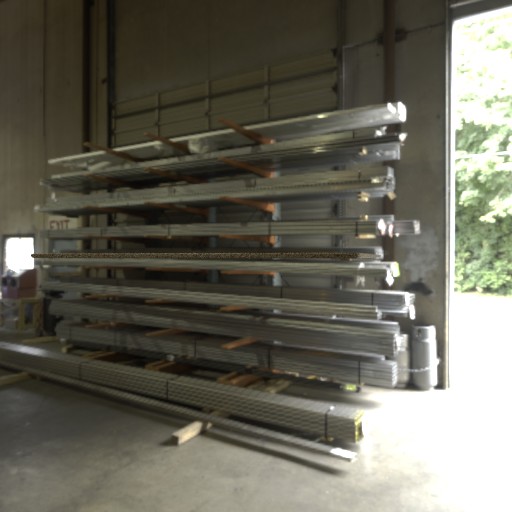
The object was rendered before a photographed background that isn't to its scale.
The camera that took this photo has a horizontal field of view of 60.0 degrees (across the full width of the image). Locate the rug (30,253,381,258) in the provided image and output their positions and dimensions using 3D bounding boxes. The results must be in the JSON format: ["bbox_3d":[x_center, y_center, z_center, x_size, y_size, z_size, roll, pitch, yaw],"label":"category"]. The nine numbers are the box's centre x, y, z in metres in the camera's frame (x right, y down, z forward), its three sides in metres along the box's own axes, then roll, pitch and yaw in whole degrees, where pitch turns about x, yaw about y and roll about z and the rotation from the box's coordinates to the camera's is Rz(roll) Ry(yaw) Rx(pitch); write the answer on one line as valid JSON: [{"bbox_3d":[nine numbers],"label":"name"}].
[{"bbox_3d":[0.000,0.000,3.466,1.801,0.024,2.700,0,0,18],"label":"rug"}]
